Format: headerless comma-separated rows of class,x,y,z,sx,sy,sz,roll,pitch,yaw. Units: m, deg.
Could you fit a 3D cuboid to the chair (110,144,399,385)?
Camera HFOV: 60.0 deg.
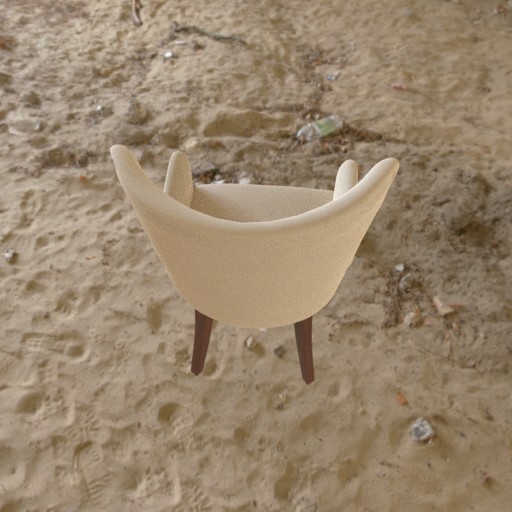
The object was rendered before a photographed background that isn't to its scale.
chair,0.000,0.000,1.476,0.696,0.990,0.744,4,48,3
